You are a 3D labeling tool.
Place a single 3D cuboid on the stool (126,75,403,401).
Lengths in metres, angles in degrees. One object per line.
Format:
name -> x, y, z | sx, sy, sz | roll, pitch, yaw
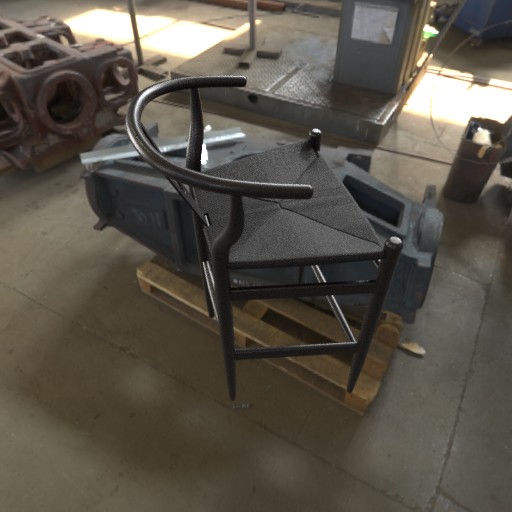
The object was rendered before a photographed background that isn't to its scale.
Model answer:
stool -> 0.000, 0.000, 1.340 | 0.579, 0.970, 0.569 | -11, 46, -11
